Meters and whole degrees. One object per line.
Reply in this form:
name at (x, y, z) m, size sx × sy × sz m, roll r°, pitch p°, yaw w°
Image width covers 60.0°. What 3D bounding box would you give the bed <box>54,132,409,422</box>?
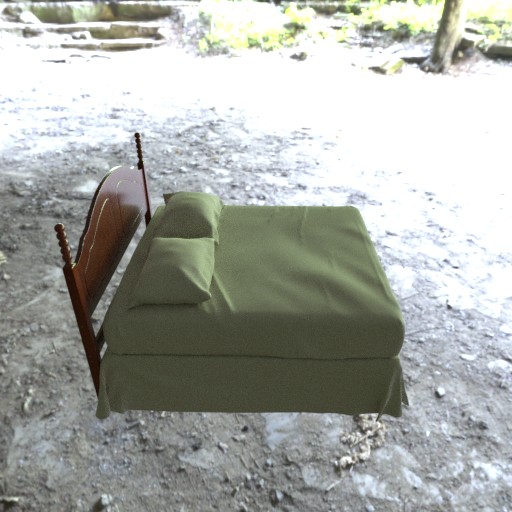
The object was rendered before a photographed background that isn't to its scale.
bed at (0.000, 0.000, 3.265) m, size 2.040 × 1.356 × 1.873 m, roll 1°, pitch 32°, yaw 1°
